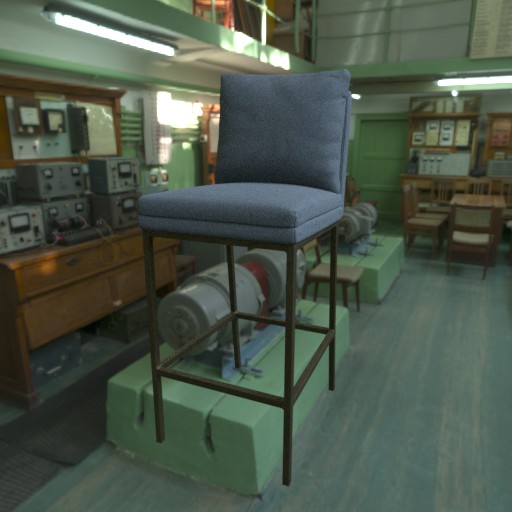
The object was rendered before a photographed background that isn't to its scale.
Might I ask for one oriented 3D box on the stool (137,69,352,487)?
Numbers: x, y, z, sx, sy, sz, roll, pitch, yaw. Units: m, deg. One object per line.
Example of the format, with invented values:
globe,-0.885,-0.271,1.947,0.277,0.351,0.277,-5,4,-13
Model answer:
stool,0.000,0.000,1.393,0.463,1.130,0.569,7,17,24
